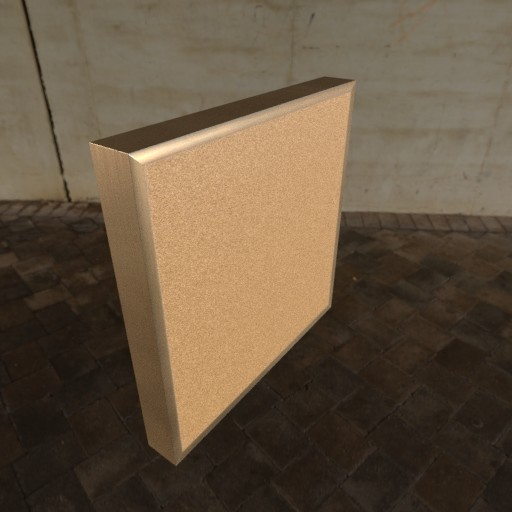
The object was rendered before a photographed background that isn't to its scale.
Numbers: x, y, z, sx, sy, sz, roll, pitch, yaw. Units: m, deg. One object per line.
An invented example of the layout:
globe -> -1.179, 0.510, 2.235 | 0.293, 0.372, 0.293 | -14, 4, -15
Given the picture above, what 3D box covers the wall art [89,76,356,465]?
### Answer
wall art -> 0.000, 0.000, 0.455 | 0.038, 0.303, 0.305 | 21, 37, 31
